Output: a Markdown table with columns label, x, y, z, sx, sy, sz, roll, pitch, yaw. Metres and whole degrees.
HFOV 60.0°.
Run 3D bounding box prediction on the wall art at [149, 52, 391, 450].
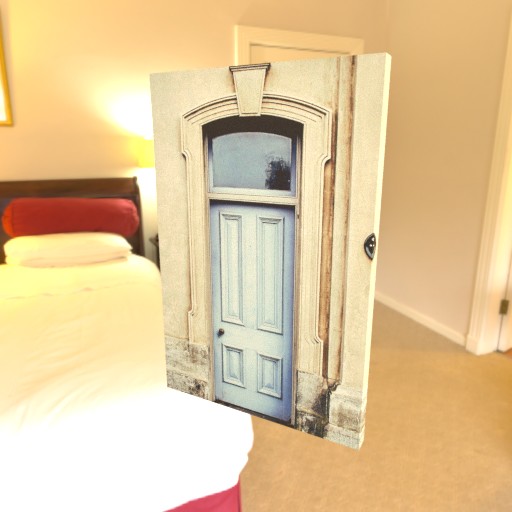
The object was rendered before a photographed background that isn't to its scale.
| label | x | y | z | sx | sy | sz | roll | pitch | yaw |
| --- | --- | --- | --- | --- | --- | --- | --- | --- | --- |
| wall art | 0.000 | 0.000 | 0.958 | 0.508 | 0.764 | 0.038 | 8 | 17 | 28 |
